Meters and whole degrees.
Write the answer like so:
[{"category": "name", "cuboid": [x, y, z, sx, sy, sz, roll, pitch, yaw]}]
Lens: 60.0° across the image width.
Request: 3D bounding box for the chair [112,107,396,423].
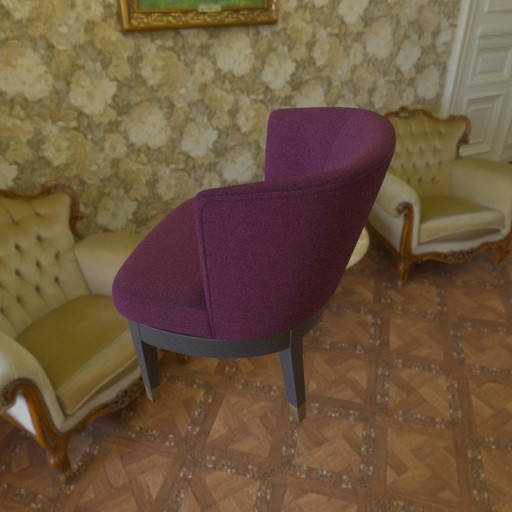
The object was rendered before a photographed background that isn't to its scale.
[{"category": "chair", "cuboid": [0.000, 0.000, 1.270, 0.660, 0.760, 0.700, 7, 32, 12]}]
